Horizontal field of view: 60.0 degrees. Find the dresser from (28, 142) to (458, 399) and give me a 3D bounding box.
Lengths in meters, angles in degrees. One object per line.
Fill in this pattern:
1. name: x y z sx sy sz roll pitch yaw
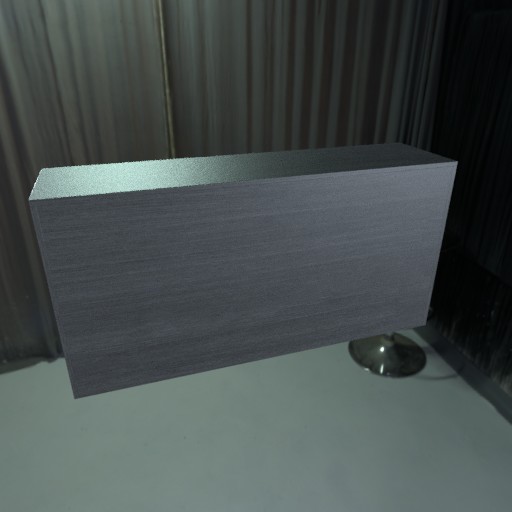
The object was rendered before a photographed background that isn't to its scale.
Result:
1. dresser: 0.000 0.000 1.915 1.590 0.795 0.400 -8 27 -16
